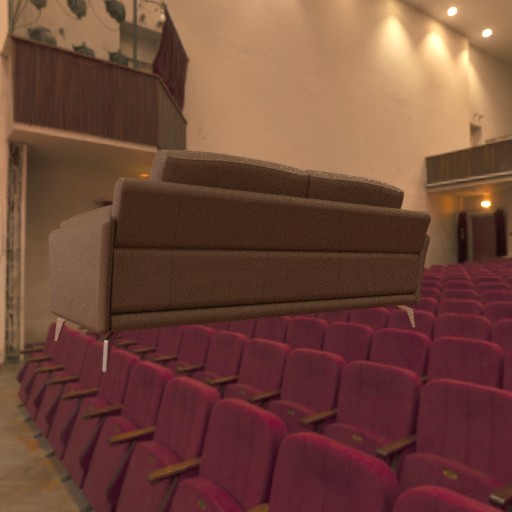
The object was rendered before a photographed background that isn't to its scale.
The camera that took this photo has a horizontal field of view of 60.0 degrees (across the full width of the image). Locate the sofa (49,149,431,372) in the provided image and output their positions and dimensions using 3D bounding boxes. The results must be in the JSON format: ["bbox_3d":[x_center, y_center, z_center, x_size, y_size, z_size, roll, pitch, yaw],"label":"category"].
[{"bbox_3d":[0.000,0.000,2.647,2.101,0.930,1.049,1,-1,-36],"label":"sofa"}]
